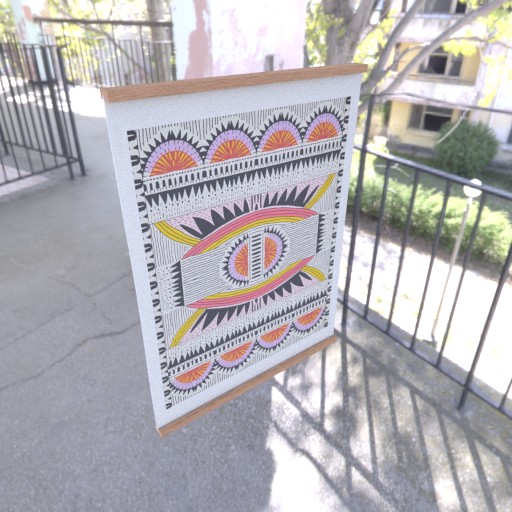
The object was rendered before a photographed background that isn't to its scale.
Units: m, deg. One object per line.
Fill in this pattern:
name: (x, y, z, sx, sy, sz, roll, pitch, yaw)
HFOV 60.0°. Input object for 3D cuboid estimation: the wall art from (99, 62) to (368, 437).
wall art: (0.000, 0.000, 0.796, 0.456, 0.609, 0.028, -20, 35, -31)
